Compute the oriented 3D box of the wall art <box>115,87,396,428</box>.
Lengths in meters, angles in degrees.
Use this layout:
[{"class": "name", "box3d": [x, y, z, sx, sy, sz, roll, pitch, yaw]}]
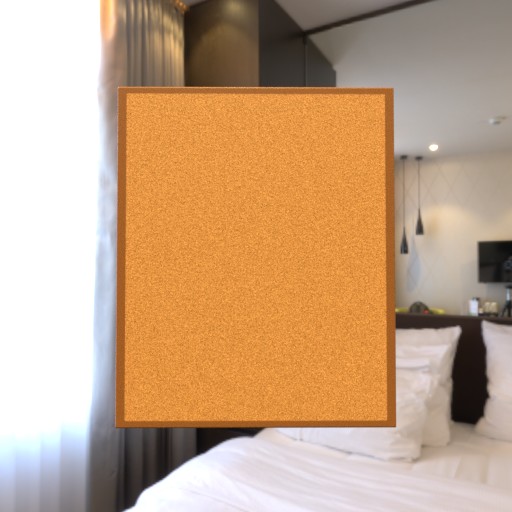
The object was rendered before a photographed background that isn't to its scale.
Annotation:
[{"class": "wall art", "box3d": [0.000, 0.000, 0.499, 0.310, 0.379, 0.015, 0, -1, 0]}]
